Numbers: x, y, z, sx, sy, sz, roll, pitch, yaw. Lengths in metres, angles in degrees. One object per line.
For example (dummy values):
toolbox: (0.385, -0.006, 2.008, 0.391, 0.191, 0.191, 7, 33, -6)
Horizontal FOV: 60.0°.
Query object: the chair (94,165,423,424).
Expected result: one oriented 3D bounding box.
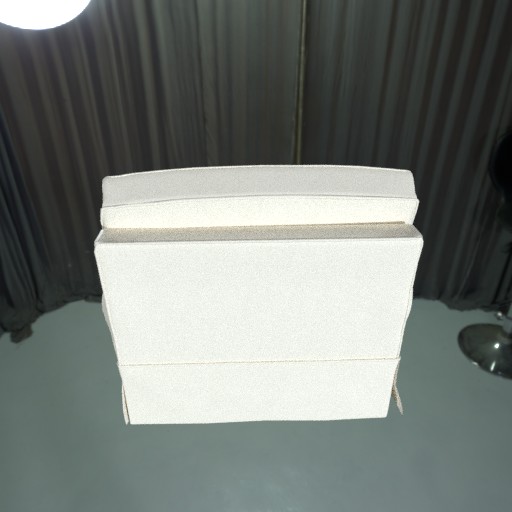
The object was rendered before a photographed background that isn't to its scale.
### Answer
chair: (0.000, 0.000, 1.832, 1.099, 0.958, 0.904, -1, 30, -2)
